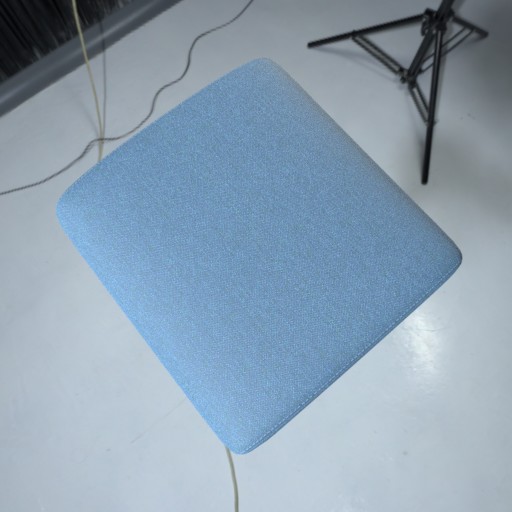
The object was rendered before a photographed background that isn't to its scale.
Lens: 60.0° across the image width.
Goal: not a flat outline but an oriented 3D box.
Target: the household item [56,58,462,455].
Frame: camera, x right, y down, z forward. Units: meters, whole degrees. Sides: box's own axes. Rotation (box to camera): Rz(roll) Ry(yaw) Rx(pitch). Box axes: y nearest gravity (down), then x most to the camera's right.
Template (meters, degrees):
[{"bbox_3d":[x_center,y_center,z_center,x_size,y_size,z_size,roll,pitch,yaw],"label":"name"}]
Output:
[{"bbox_3d":[0.000,0.000,0.878,0.530,0.420,0.530,-38,78,-10],"label":"household item"}]
